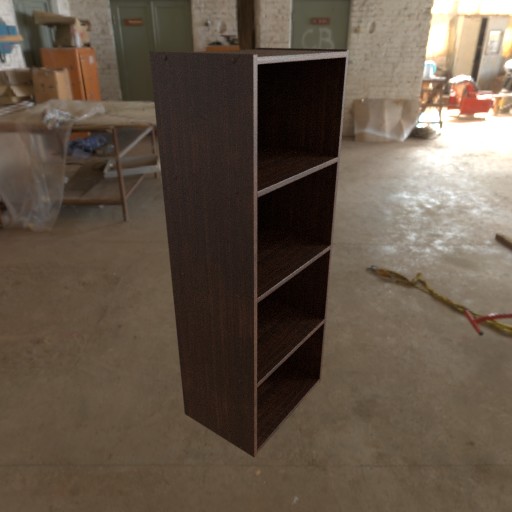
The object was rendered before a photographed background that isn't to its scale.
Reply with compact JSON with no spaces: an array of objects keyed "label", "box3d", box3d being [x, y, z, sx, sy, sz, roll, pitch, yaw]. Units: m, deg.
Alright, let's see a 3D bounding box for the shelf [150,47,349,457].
[{"label":"shelf","box3d":[0.000,0.000,1.305,0.290,1.099,0.415,18,32,32]}]
